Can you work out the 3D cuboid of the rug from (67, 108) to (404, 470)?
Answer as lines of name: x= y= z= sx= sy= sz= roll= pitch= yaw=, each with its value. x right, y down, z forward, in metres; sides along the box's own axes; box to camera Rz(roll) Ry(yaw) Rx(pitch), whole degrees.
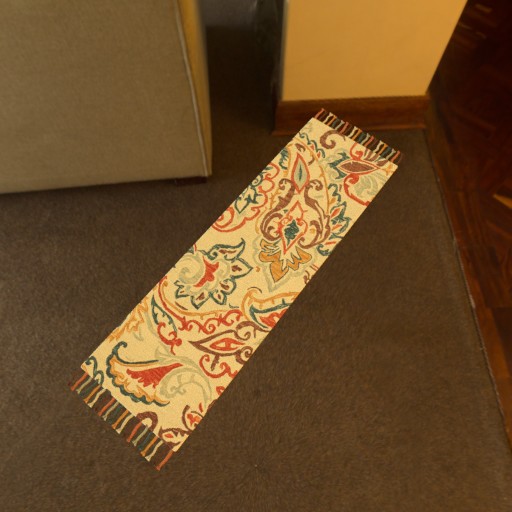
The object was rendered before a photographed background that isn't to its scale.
rug: x=0.000 y=0.000 z=2.956 sx=0.763 sy=0.015 sz=2.682 roll=35 pitch=69 yaw=15
